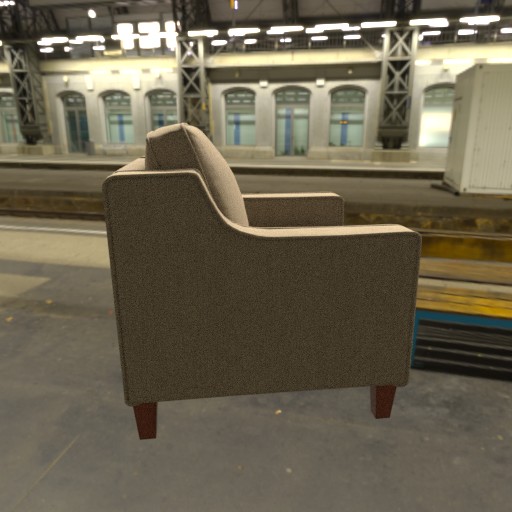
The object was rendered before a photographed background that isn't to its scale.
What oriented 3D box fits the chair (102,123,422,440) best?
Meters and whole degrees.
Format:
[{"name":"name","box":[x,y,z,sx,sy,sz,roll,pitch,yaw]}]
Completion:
[{"name":"chair","box":[0.000,0.000,1.673,0.909,0.960,0.831,-2,16,-7]}]
